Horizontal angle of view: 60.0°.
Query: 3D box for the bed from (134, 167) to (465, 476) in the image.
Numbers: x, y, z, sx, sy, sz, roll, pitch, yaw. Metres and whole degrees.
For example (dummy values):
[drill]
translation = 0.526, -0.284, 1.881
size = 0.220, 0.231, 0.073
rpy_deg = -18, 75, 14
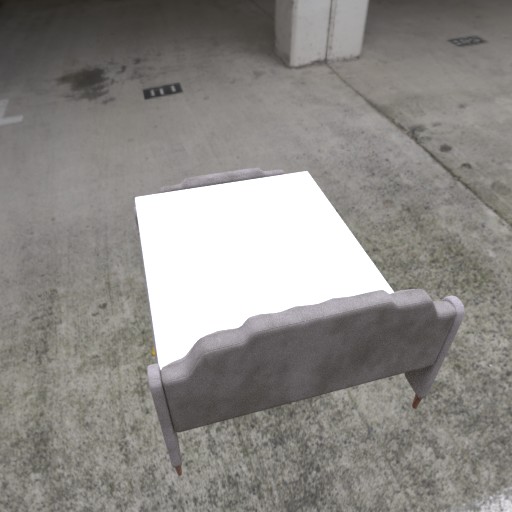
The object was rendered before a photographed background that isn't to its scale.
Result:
[bed]
translation = 0.000, 0.000, 3.285
size = 1.676, 1.245, 2.340
rpy_deg = -11, 43, -12
